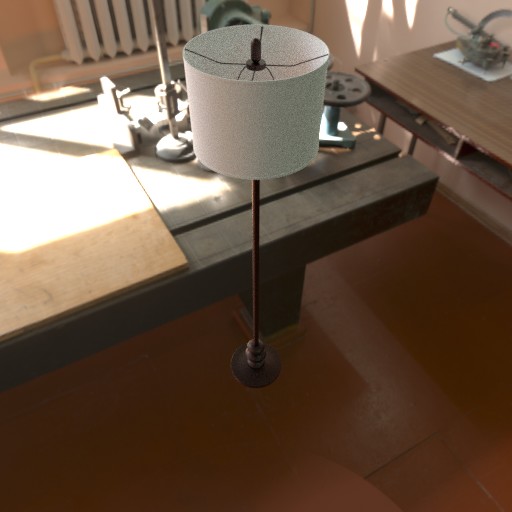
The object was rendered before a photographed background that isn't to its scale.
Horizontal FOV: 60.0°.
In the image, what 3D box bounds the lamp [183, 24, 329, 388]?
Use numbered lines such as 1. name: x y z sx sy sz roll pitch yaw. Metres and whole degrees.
1. lamp: 0.000 0.000 1.592 0.356 1.487 0.356 4 46 4
